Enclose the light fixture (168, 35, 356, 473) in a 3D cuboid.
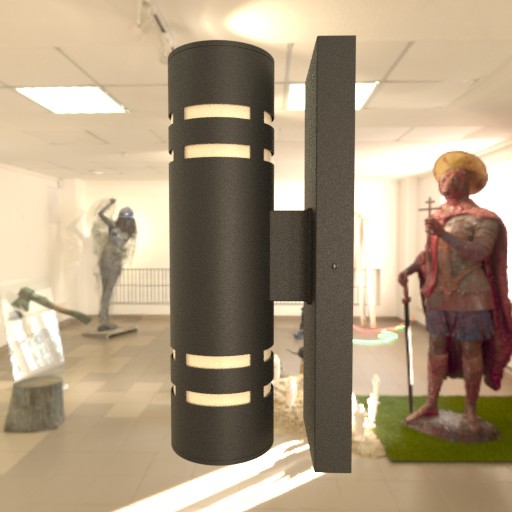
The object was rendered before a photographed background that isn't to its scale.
[{"bbox_3d":[0.000,0.000,0.386,0.149,0.330,0.105,0,3,1],"label":"light fixture"}]
